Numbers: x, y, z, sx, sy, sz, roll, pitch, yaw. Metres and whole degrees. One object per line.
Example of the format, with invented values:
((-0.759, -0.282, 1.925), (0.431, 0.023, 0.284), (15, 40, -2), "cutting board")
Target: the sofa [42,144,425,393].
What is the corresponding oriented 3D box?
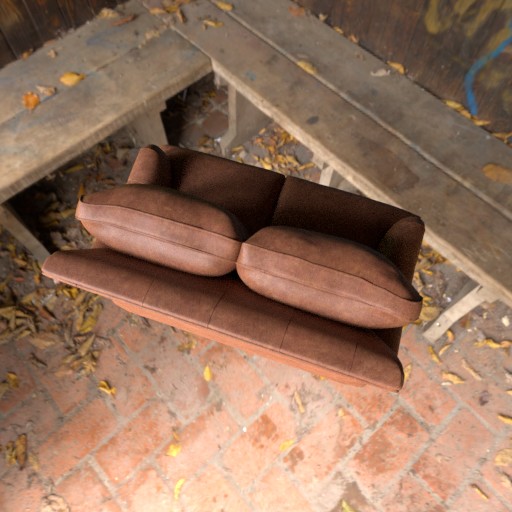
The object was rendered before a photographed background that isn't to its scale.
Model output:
((0.000, 0.000, 2.207), (1.527, 1.004, 1.077), (17, 65, 8), "sofa")
